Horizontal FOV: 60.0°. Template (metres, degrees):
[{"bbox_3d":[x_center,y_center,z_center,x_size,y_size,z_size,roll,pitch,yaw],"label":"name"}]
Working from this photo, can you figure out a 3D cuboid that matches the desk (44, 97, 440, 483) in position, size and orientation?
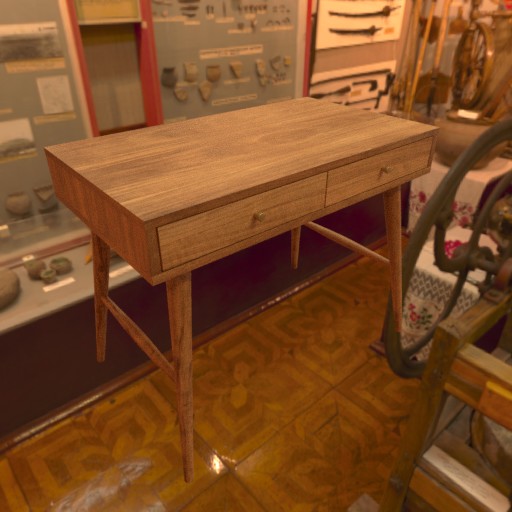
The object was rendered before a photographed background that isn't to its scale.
[{"bbox_3d":[0.000,0.000,1.403,0.949,0.758,0.588,-23,38,-33],"label":"desk"}]
